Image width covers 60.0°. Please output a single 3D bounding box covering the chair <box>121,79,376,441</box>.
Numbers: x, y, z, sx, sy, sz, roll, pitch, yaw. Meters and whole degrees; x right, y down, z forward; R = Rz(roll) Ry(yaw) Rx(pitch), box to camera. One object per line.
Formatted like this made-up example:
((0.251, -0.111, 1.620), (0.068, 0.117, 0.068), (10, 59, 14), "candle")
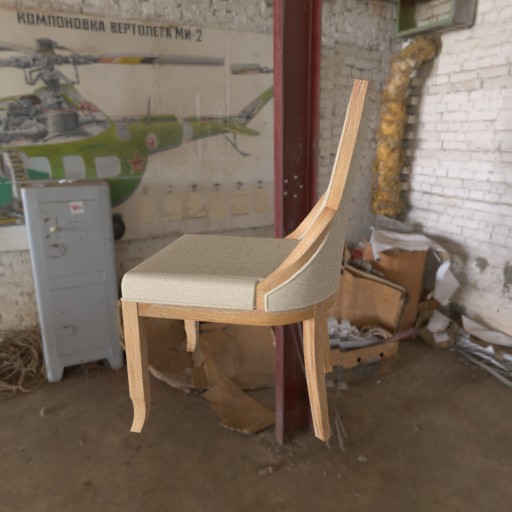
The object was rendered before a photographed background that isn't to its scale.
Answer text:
((0.000, 0.000, 1.344), (0.641, 0.947, 0.524), (3, 16, 10), "chair")
